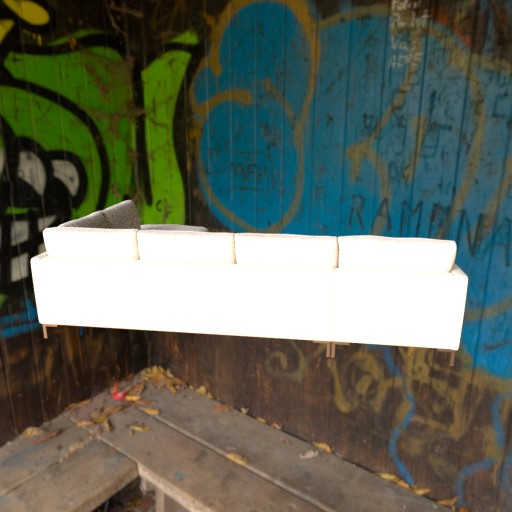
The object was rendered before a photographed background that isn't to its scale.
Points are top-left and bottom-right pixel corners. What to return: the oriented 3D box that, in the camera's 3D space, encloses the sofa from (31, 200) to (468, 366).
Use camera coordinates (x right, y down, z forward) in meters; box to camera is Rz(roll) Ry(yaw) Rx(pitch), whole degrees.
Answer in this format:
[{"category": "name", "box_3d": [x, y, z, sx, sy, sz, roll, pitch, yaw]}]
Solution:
[{"category": "sofa", "box_3d": [0.000, 0.000, 3.602, 2.737, 0.756, 1.879, 2, 16, 8]}]
